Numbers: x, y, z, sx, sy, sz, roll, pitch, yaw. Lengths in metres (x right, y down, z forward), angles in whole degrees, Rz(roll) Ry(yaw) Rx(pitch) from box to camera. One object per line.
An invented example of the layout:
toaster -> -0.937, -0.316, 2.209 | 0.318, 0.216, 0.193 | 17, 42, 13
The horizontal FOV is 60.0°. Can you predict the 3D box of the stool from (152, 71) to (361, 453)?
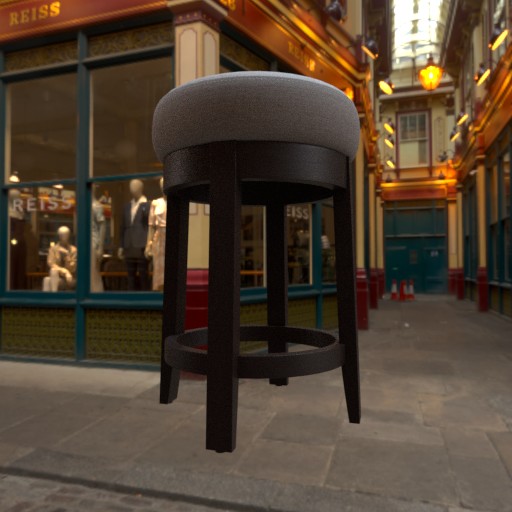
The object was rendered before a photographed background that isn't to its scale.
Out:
stool -> 0.000, 0.000, 0.965 | 0.443, 0.672, 0.443 | 0, -1, 0
